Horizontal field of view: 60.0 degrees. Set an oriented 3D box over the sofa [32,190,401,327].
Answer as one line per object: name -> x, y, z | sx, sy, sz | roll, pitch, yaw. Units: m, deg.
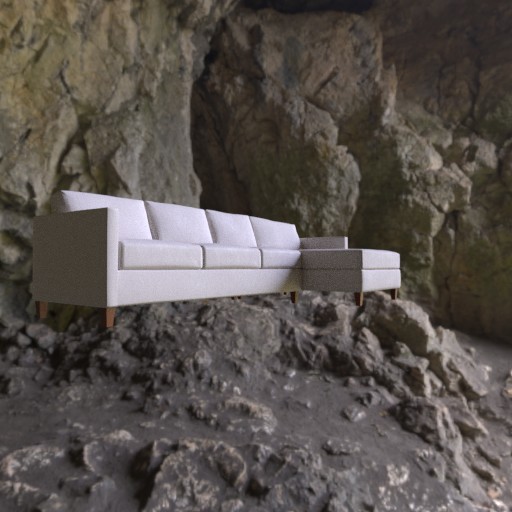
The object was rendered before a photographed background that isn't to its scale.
sofa -> 0.000, 0.000, 4.172 | 1.599, 0.954, 3.471 | -1, -2, 36
